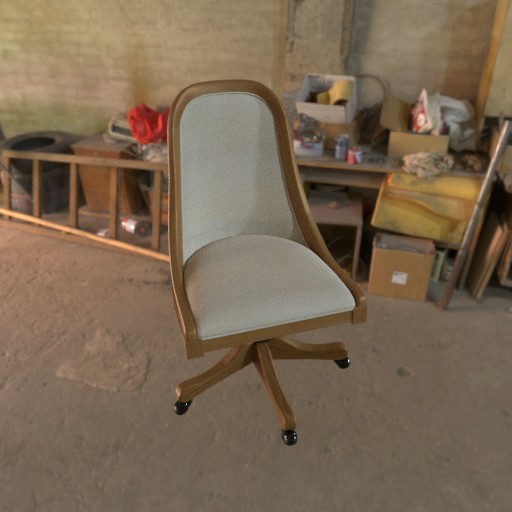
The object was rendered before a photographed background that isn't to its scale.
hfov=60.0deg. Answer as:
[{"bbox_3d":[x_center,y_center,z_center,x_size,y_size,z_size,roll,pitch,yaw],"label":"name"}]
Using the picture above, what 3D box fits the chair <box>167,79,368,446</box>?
[{"bbox_3d":[0.000,0.000,1.520,0.702,1.009,0.811,-9,33,-14],"label":"chair"}]
